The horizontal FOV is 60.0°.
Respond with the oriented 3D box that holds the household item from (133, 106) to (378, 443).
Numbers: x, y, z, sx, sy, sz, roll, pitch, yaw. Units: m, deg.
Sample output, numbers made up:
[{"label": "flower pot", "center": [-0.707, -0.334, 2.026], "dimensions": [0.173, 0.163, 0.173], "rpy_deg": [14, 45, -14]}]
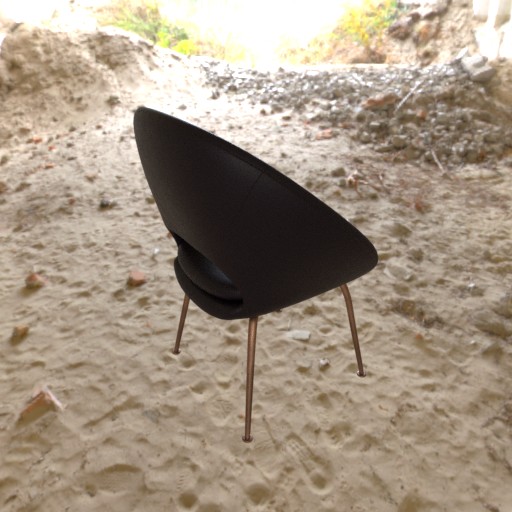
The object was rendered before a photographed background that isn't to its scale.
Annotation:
[{"label": "household item", "center": [0.000, 0.000, 1.273], "dimensions": [0.573, 0.852, 0.623], "rpy_deg": [-18, 32, -30]}]
